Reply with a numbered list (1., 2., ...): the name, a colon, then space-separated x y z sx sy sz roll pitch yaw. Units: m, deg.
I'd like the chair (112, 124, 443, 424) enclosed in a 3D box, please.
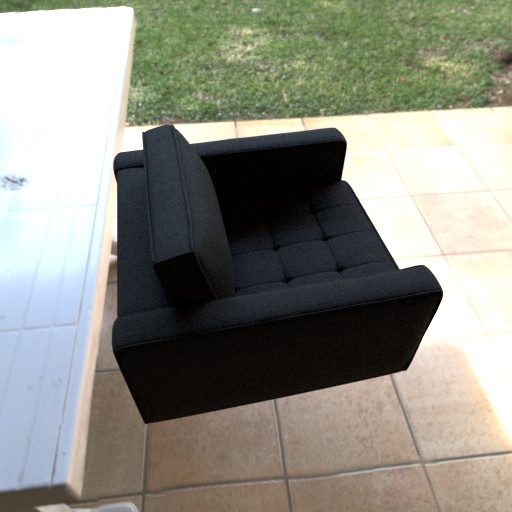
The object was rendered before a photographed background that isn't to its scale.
1. chair: 0.000 0.000 1.588 0.919 0.770 0.899 -9 47 -8
